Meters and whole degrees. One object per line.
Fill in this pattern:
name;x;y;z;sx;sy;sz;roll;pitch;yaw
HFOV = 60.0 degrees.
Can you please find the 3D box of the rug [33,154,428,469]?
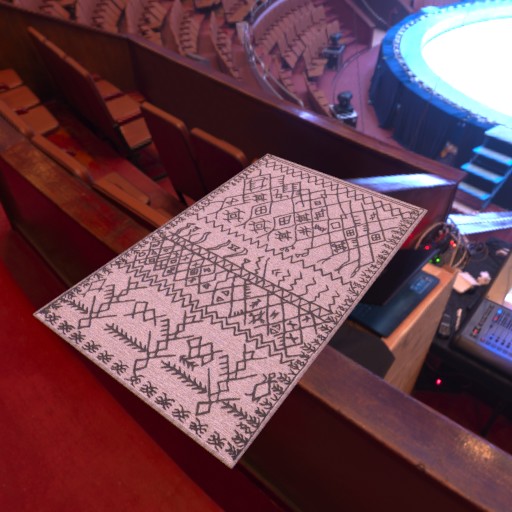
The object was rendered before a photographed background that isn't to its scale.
rug;0.000;0.000;3.053;1.526;0.012;2.444;26;48;26
